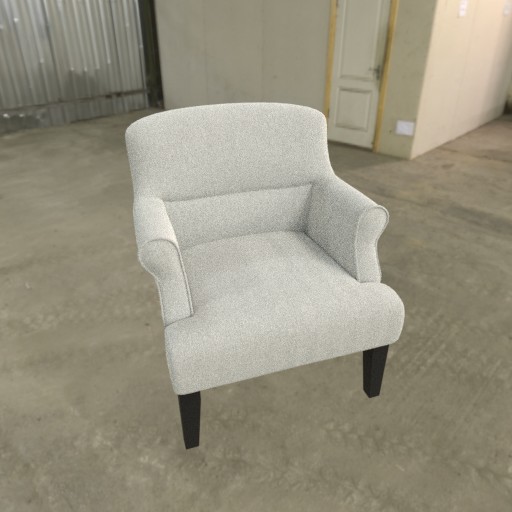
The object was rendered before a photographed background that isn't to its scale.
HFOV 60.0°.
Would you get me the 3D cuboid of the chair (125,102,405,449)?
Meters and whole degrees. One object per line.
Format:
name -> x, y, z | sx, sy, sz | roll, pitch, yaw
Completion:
chair -> 0.000, 0.000, 1.512 | 0.781, 0.875, 0.750 | -9, 31, -16
